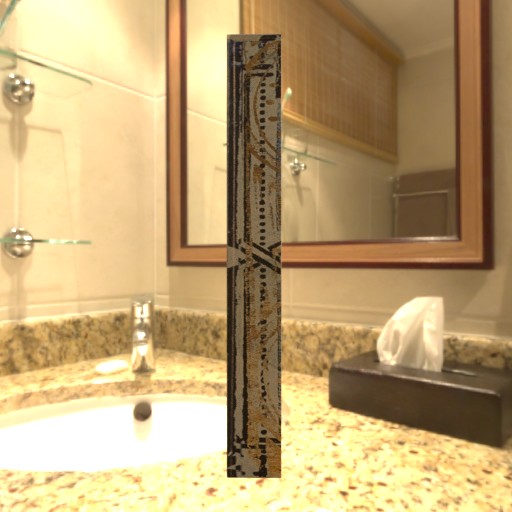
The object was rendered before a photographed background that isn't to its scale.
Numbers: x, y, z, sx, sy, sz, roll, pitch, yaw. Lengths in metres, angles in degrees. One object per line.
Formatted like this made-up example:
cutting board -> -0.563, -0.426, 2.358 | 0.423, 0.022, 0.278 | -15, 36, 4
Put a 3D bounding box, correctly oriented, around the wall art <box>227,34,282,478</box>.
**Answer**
wall art -> 0.000, 0.000, 0.455 | 0.038, 0.306, 0.302 | 0, 0, 1
